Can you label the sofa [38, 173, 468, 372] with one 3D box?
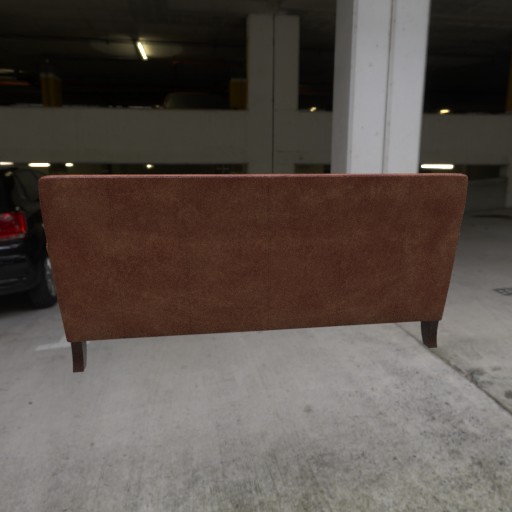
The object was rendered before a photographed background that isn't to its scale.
[{"bbox_3d":[0.000,0.000,2.545,2.053,0.947,0.805,-2,12,-9],"label":"sofa"}]
